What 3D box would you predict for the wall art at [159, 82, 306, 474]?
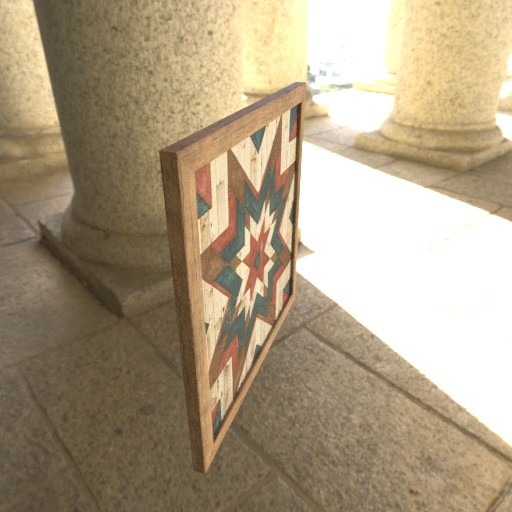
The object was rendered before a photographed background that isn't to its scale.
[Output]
[{"bbox_3d":[0.000,0.000,1.058,0.029,0.691,0.695,10,31,18],"label":"wall art"}]
